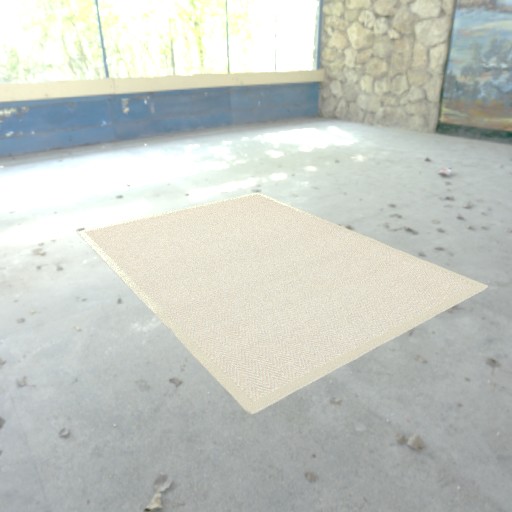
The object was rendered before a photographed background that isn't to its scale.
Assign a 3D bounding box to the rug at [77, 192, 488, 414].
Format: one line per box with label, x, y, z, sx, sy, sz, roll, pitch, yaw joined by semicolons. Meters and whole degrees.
rug;0.000;0.000;4.767;2.734;0.037;3.659;-17;30;-32
